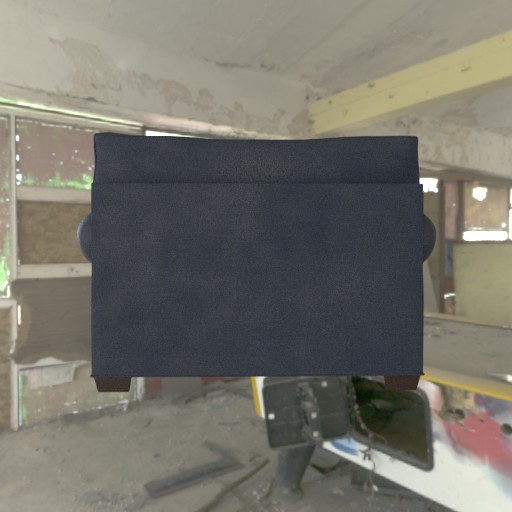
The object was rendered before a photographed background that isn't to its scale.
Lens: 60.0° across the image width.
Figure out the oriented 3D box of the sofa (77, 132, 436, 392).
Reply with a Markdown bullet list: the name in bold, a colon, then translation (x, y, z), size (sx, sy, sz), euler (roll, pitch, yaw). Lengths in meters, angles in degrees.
- **sofa**: translation (0.000, 0.000, 2.101), size (1.405, 1.004, 0.938), euler (0, 1, -1)
